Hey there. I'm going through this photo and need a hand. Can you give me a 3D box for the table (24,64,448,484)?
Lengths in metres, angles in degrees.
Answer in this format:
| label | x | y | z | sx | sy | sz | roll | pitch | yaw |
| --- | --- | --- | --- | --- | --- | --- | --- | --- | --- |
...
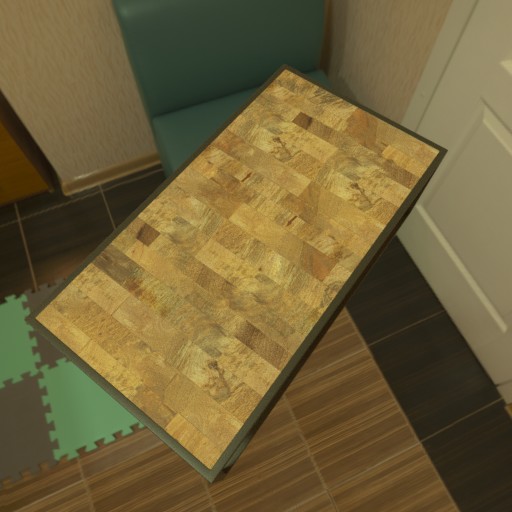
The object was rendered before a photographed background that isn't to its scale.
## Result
| label | x | y | z | sx | sy | sz | roll | pitch | yaw |
| --- | --- | --- | --- | --- | --- | --- | --- | --- | --- |
| table | 0.000 | 0.000 | 1.484 | 0.649 | 0.398 | 1.199 | 34 | 69 | 15 |
